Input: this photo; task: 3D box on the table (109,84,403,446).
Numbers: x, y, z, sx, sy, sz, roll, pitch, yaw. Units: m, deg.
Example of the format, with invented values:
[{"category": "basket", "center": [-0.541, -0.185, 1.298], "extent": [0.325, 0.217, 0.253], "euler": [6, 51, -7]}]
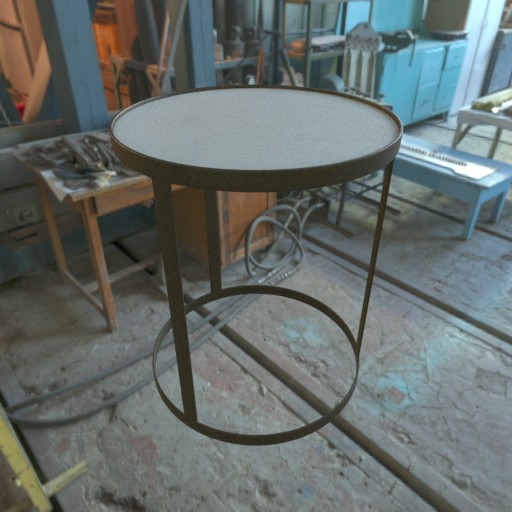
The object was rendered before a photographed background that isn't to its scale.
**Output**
[{"category": "table", "center": [0.000, 0.000, 0.904], "extent": [0.480, 0.565, 0.480], "euler": [0, 33, 0]}]
